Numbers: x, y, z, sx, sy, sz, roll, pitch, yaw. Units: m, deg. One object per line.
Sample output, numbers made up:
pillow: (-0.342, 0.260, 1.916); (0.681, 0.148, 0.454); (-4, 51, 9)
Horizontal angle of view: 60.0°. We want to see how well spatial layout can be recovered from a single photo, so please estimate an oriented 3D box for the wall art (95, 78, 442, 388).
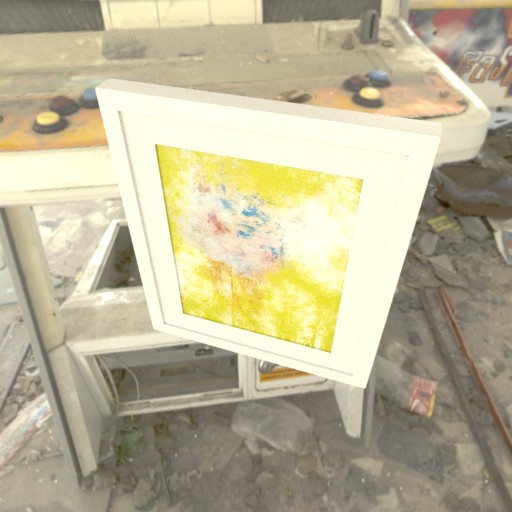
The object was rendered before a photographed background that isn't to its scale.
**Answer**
wall art: (0.000, 0.000, 0.540); (0.331, 0.381, 0.028); (13, 43, 14)
